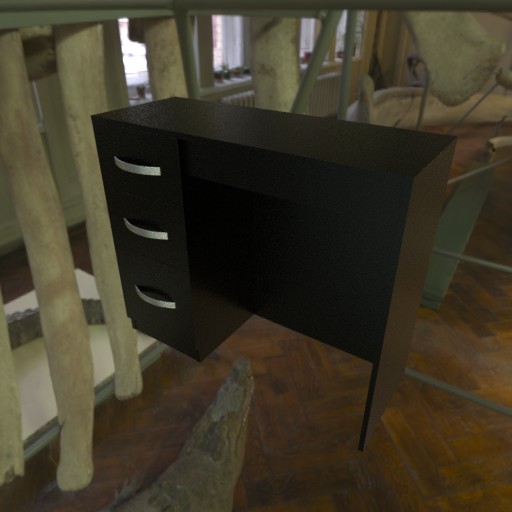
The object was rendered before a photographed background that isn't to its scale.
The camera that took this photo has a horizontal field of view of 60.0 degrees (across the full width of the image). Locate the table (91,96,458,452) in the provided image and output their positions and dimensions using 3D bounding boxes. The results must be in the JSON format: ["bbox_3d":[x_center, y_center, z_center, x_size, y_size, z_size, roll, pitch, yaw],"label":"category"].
[{"bbox_3d":[0.000,0.000,1.365,0.930,0.790,0.380,19,35,29],"label":"table"}]
